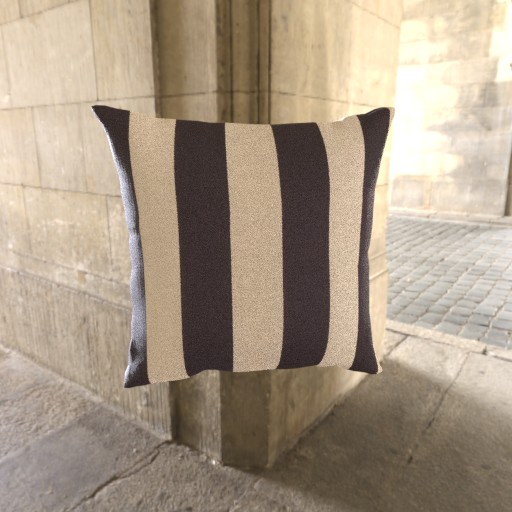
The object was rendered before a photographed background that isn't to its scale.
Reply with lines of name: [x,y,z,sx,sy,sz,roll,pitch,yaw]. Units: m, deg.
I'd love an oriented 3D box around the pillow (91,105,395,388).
pillow: [0.000,0.000,0.815,0.536,0.526,0.189,-2,15,-9]
